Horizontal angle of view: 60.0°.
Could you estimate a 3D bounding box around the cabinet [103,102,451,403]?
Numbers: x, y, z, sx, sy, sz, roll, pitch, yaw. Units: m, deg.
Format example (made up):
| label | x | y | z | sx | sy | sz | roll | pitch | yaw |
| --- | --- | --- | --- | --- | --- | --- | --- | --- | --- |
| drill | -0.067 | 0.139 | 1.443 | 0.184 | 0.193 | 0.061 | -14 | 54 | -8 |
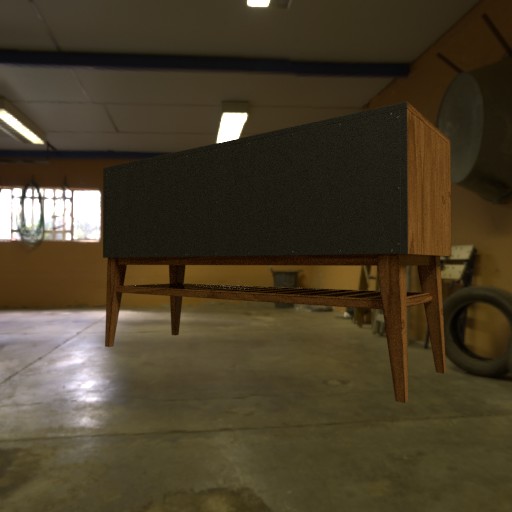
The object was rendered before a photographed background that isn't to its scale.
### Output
| label | x | y | z | sx | sy | sz | roll | pitch | yaw |
| --- | --- | --- | --- | --- | --- | --- | --- | --- | --- |
| cabinet | 0.000 | 0.000 | 1.773 | 1.363 | 0.802 | 0.477 | -1 | -1 | 37 |
